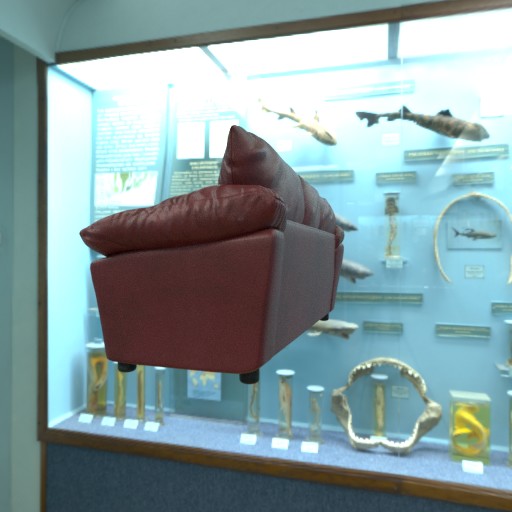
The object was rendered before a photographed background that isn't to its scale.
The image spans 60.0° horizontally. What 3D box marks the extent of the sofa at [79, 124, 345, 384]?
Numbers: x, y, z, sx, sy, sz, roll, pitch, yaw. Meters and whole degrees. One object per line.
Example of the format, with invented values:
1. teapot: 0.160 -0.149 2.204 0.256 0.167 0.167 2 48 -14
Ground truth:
1. sofa: 0.000 0.000 2.886 0.907 1.091 2.390 0 0 18
